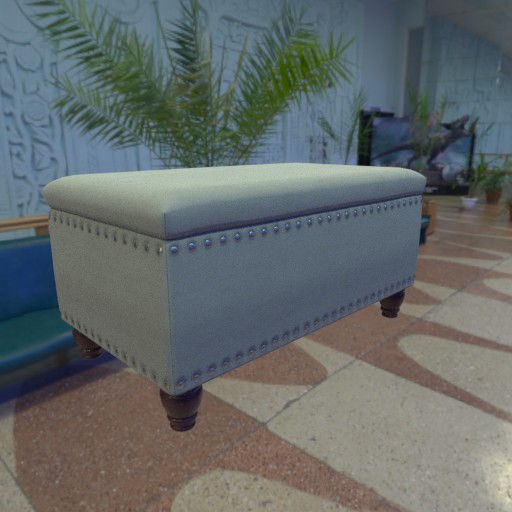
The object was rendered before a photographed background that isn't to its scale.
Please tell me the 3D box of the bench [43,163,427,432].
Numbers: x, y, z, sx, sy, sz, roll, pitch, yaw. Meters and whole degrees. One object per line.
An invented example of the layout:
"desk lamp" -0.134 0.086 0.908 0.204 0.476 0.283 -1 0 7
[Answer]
"bench" 0.000 0.000 1.187 0.887 0.449 0.500 -14 20 -43
